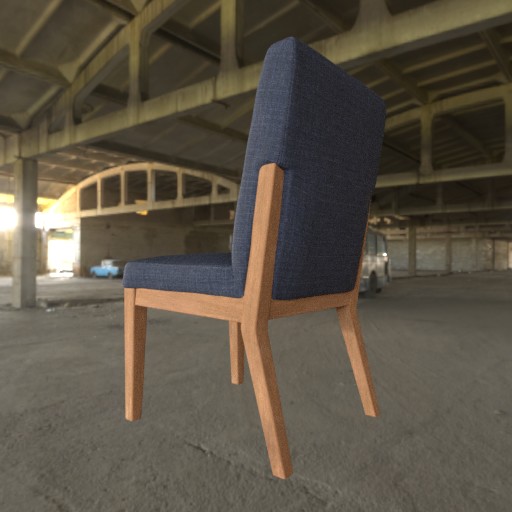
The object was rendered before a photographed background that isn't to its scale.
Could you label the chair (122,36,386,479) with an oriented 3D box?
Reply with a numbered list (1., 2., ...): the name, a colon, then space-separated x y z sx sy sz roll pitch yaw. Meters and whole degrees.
1. chair: 0.000 0.000 1.251 0.586 0.911 0.507 0 0 38
